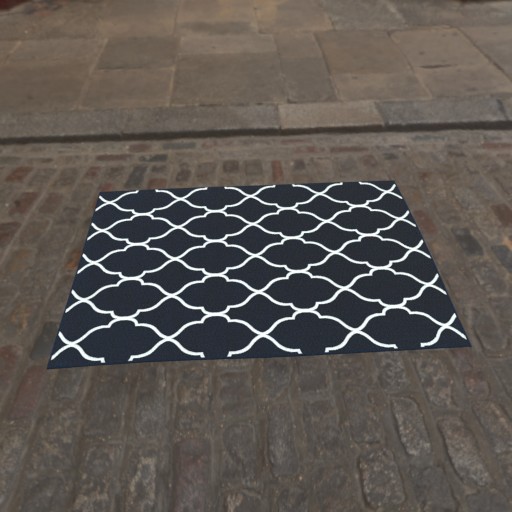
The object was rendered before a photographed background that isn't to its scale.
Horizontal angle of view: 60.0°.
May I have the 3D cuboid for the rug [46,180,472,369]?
[{"bbox_3d":[0.000,0.000,2.898,2.294,0.014,1.528,-3,46,-3],"label":"rug"}]
